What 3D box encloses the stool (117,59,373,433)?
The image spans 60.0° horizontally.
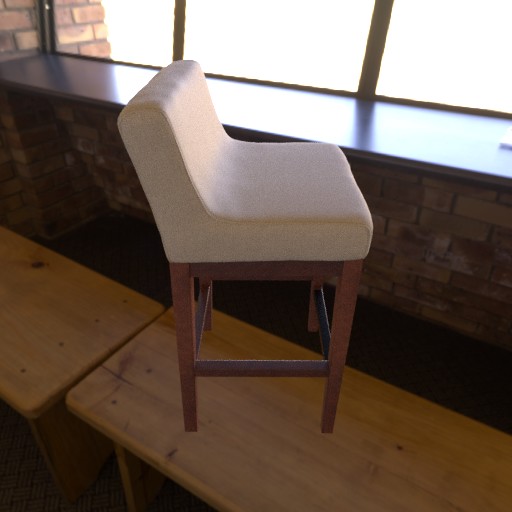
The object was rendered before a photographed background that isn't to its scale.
[{"bbox_3d":[0.000,0.000,1.223,0.500,0.937,0.511,0,33,1],"label":"stool"}]
